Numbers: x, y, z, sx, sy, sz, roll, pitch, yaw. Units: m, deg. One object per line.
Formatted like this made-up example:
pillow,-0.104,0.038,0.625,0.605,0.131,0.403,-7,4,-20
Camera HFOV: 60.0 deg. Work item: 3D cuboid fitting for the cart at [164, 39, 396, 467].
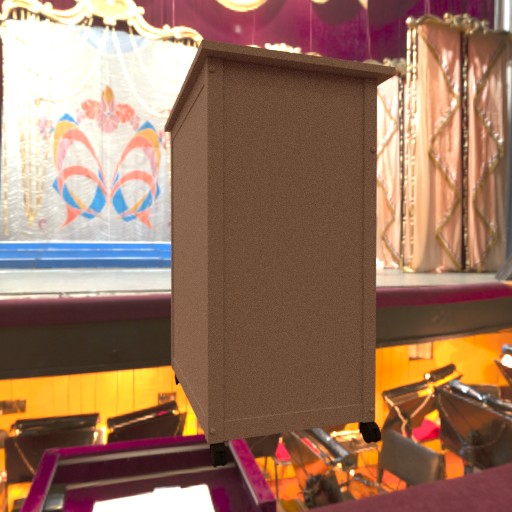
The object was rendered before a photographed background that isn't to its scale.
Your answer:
cart,0.000,0.000,1.267,0.442,0.864,0.683,0,1,-18
